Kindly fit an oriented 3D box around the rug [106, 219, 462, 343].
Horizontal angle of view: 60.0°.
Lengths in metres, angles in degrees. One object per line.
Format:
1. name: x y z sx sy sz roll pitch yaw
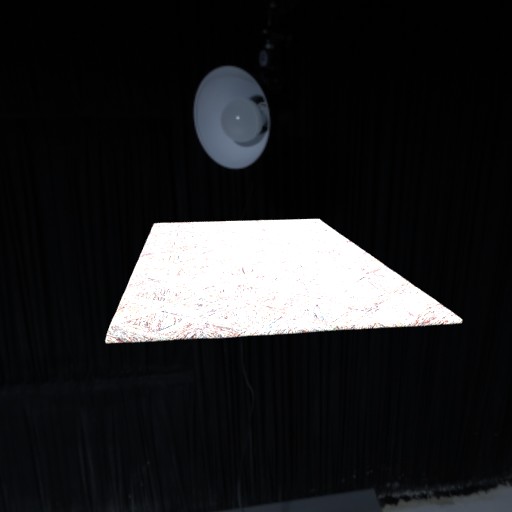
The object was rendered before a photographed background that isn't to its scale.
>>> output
1. rug: 0.000 0.000 2.209 1.143 0.014 1.761 -2 16 -7
